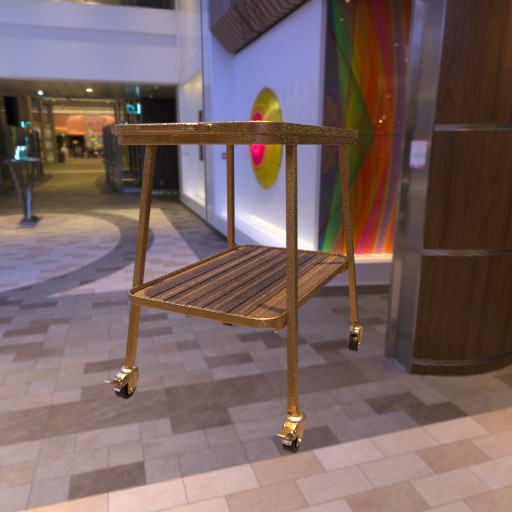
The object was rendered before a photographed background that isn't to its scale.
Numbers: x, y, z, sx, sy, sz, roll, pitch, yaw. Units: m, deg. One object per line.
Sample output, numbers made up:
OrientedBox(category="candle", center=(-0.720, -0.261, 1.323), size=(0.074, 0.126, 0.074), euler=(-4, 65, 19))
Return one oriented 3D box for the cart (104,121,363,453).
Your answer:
OrientedBox(category="cart", center=(0.000, 0.000, 1.267), size=(0.524, 0.700, 0.806), euler=(7, 16, 26))
